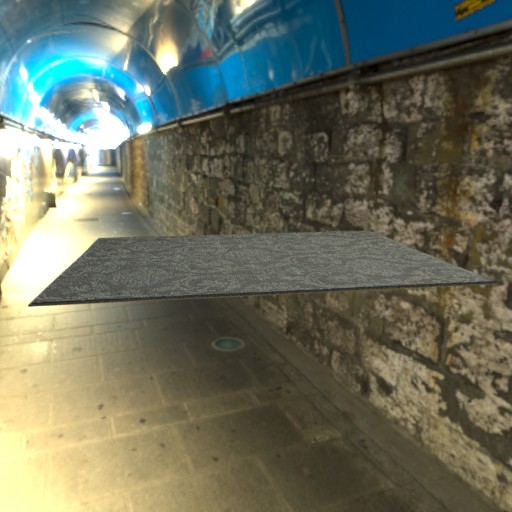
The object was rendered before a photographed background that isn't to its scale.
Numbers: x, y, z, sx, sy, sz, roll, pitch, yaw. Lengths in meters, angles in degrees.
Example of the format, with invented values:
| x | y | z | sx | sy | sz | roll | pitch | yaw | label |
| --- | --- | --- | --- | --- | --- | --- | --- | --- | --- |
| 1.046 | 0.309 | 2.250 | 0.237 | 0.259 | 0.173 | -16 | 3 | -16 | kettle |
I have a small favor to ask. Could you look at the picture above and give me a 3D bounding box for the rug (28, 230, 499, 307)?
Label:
| x | y | z | sx | sy | sz | roll | pitch | yaw | label |
| --- | --- | --- | --- | --- | --- | --- | --- | --- | --- |
| 0.000 | 0.000 | 2.802 | 2.206 | 0.014 | 1.578 | -2 | 13 | -9 | rug |
